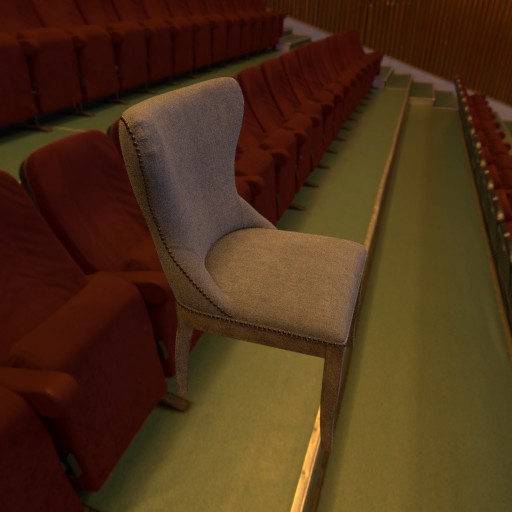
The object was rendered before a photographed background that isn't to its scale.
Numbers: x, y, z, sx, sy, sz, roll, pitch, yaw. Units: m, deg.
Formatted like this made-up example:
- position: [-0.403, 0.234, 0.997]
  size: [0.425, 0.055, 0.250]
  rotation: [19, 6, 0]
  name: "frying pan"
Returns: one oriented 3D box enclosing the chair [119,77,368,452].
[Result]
- position: [0.000, 0.000, 1.447]
  size: [0.681, 1.002, 0.654]
  rotation: [9, 31, 16]
  name: "chair"
